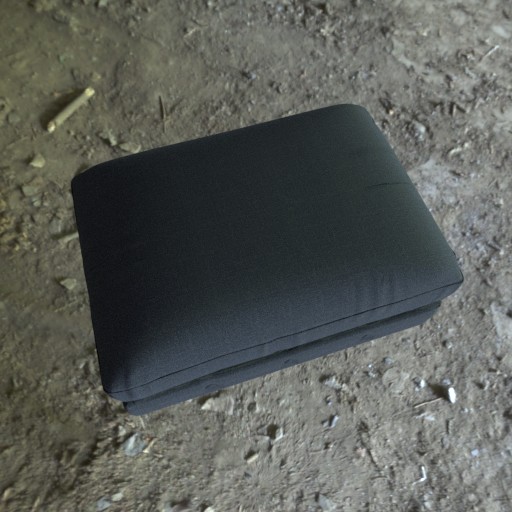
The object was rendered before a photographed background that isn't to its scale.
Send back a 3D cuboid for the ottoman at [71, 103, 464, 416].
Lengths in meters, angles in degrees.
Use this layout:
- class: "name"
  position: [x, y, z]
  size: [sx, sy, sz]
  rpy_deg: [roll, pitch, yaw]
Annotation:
- class: "ottoman"
  position: [0.000, 0.000, 1.118]
  size: [0.767, 0.486, 0.558]
  rpy_deg: [-16, 63, -8]
